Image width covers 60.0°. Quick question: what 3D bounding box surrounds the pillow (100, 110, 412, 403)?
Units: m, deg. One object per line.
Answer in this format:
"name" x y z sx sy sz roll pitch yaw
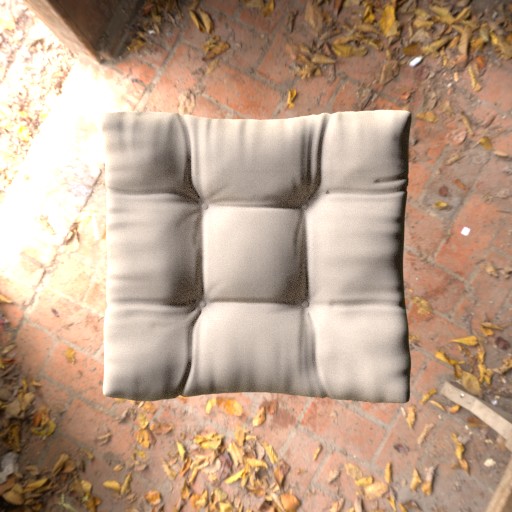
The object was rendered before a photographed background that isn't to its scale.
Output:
"pillow" 0.000 0.000 0.725 0.490 0.128 0.468 0 89 1
